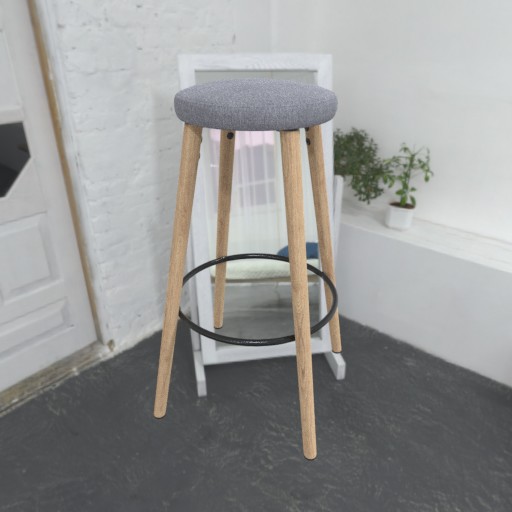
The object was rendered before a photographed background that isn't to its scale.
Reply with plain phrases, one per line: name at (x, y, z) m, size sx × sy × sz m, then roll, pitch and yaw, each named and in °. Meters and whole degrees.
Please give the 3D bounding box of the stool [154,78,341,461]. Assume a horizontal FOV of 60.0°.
stool at (0.000, 0.000, 1.038) m, size 0.410 × 0.770 × 0.410 m, roll 9°, pitch 29°, yaw 16°
